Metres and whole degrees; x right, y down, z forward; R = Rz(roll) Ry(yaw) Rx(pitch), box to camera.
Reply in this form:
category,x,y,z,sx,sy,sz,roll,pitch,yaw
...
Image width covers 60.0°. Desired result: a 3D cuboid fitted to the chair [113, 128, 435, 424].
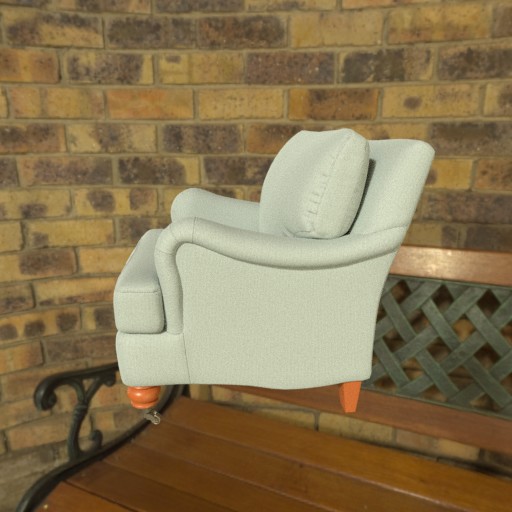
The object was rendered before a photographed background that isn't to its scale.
category,x,y,z,sx,sy,sz,roll,pitch,yaw
chair,0.000,0.000,1.892,1.070,1.038,0.955,-2,15,-7
